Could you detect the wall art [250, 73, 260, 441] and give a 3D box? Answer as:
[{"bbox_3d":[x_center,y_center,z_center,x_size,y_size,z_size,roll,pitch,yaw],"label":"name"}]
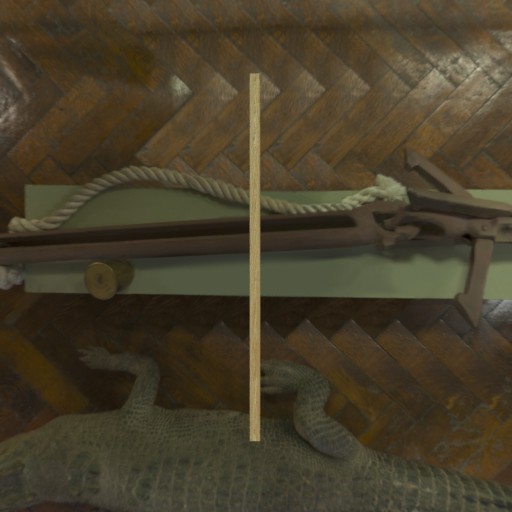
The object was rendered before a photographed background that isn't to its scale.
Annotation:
[{"bbox_3d":[0.000,0.000,1.971,0.028,1.533,0.999,0,90,0],"label":"wall art"}]
